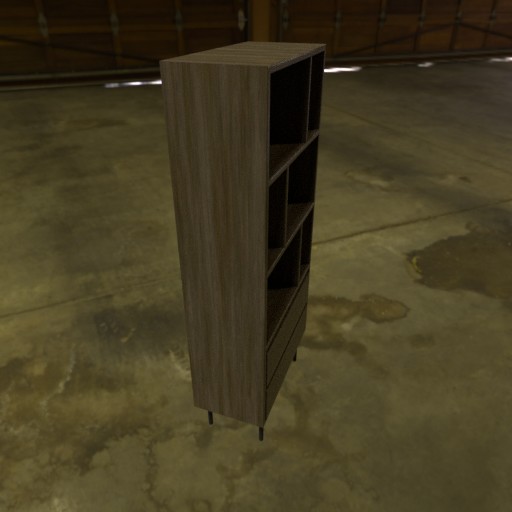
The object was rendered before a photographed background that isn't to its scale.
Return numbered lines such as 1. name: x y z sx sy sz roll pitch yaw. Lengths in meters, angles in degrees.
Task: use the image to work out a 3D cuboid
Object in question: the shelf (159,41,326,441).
1. shelf: 0.000 0.000 1.834 0.323 1.545 0.670 11 32 18
